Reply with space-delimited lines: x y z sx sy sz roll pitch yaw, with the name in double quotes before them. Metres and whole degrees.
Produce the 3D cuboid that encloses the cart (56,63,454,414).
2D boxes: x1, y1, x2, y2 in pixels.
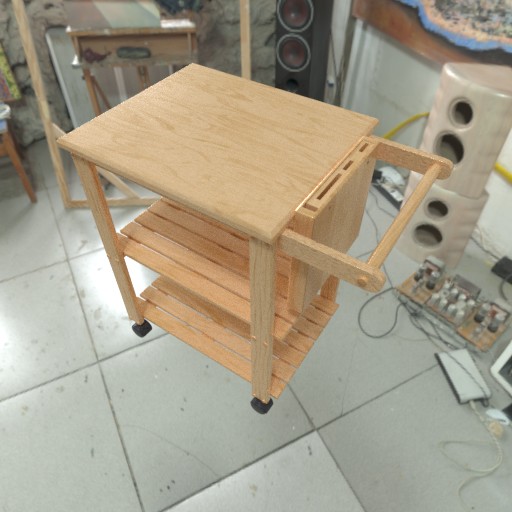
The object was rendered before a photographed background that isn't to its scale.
"cart" 0.000 0.000 1.349 0.843 0.816 0.520 26 52 22
